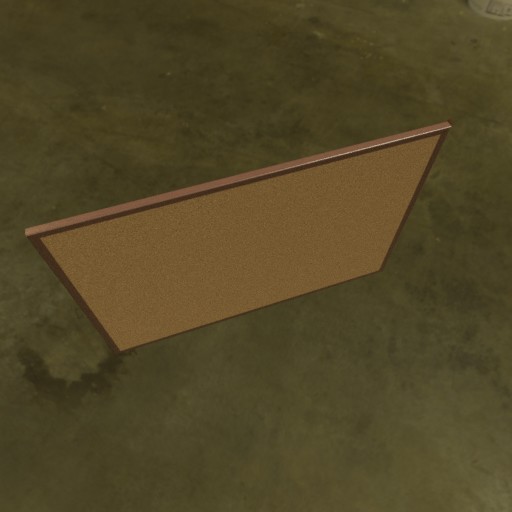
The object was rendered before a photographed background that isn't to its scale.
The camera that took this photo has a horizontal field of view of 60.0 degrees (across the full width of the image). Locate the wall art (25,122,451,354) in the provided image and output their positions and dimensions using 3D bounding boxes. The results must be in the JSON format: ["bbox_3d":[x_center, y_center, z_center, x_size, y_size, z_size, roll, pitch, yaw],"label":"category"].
[{"bbox_3d":[0.000,0.000,0.849,0.660,0.455,0.014,-16,59,-10],"label":"wall art"}]
